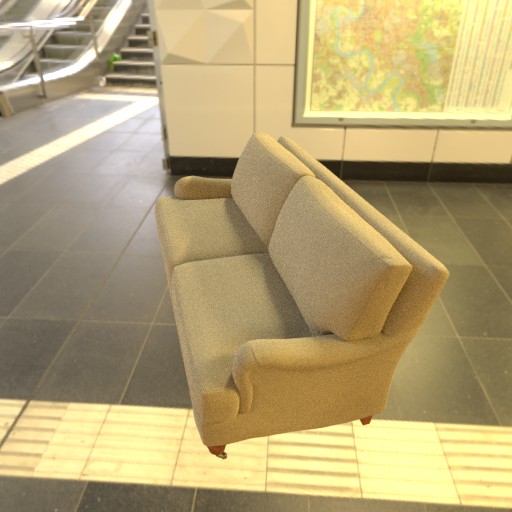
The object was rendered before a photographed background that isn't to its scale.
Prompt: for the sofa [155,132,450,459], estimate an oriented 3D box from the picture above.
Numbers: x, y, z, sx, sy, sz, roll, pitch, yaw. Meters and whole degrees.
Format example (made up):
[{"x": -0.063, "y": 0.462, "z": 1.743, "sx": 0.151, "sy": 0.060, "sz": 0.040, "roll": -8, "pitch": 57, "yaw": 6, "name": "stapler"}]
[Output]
[{"x": 0.000, "y": 0.000, "z": 2.700, "sx": 1.091, "sy": 0.997, "sz": 2.070, "roll": -8, "pitch": 32, "yaw": -13, "name": "sofa"}]
